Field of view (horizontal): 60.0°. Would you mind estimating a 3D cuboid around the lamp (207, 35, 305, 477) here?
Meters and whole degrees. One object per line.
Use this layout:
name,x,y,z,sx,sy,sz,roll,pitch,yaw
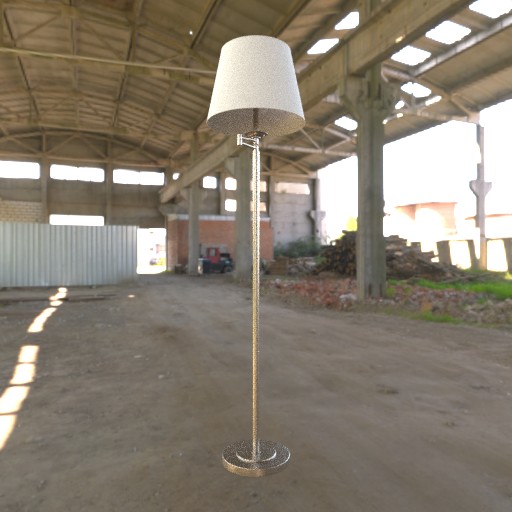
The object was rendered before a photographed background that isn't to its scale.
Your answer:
lamp,0.000,0.000,1.602,0.355,1.473,0.355,0,0,0
